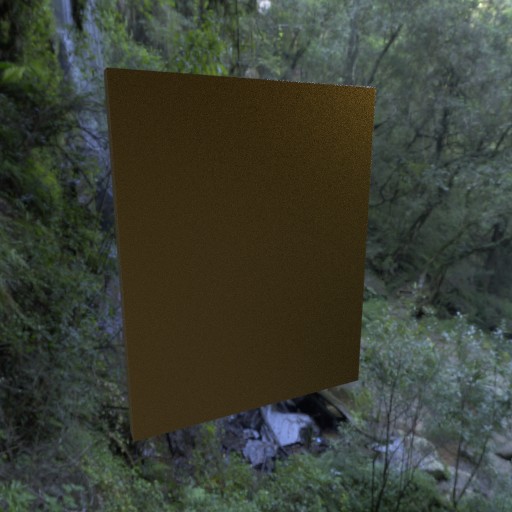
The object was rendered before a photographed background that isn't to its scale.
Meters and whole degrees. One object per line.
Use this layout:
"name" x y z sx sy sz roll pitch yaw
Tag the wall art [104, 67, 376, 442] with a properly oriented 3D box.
"wall art" 0.000 0.000 1.023 0.610 0.762 0.038 -6 15 -25
